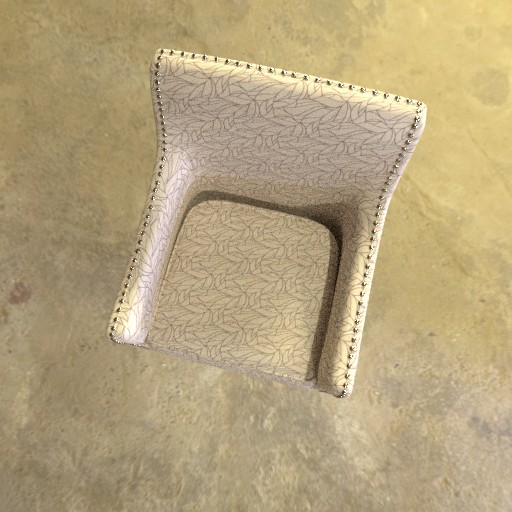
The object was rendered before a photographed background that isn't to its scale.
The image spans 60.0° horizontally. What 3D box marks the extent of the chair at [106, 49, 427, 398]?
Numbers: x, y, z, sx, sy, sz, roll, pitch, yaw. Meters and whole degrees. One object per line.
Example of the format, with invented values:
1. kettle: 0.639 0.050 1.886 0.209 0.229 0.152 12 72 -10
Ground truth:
1. chair: 0.000 0.000 1.262 0.623 0.816 0.651 13 76 3
